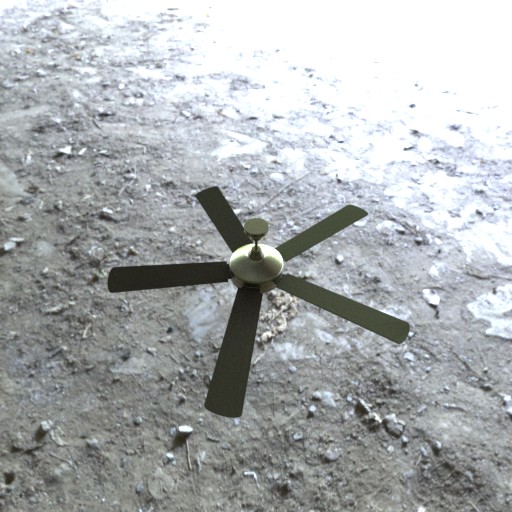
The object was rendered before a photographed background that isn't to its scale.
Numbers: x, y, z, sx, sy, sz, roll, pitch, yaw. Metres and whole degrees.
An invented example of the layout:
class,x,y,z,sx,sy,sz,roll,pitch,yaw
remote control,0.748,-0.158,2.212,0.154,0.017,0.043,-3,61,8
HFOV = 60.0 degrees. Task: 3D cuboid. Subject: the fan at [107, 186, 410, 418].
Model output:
class,x,y,z,sx,sy,sz,roll,pitch,yaw
fan,0.000,0.000,1.971,1.321,0.356,1.321,-11,46,-10
